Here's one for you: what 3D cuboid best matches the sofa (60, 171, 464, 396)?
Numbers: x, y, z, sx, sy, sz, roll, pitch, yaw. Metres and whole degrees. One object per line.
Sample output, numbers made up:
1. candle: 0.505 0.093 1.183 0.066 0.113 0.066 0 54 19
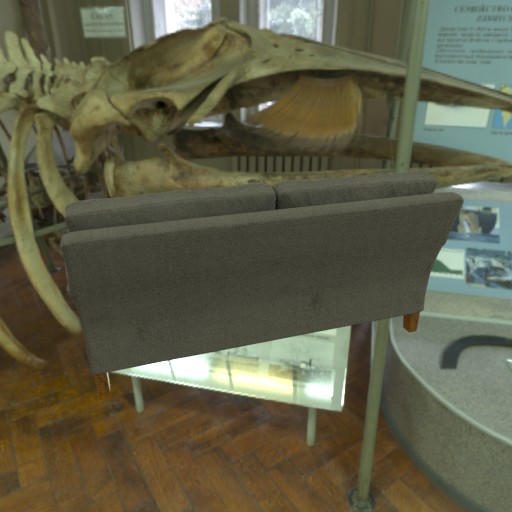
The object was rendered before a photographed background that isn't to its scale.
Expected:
1. sofa: 0.000 0.000 2.806 2.165 1.087 1.086 -8 26 -16
